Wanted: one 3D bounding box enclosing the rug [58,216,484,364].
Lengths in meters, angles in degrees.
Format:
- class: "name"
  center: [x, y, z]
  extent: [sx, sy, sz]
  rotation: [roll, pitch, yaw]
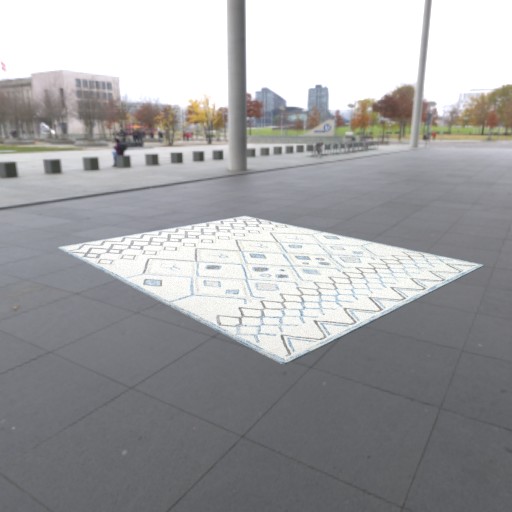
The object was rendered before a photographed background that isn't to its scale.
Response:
- class: "rug"
  center: [0.000, 0.000, 4.034]
  extent: [2.441, 0.013, 3.056]
  rotation: [-14, 21, -41]
